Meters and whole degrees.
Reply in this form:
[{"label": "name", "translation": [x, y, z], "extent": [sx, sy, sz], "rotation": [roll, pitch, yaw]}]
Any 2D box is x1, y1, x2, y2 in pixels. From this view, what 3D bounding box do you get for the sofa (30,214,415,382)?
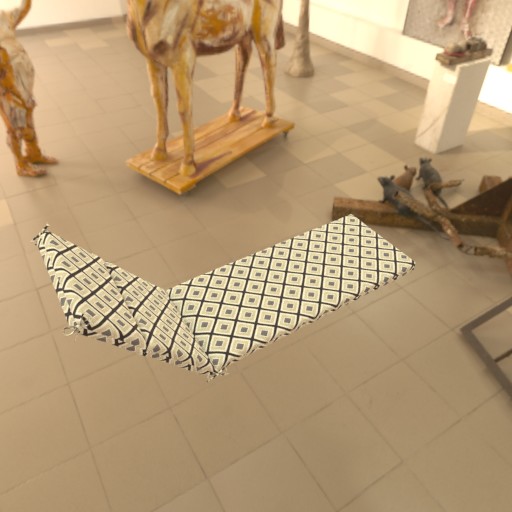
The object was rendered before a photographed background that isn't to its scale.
[{"label": "sofa", "translation": [0.000, 0.000, 1.986], "extent": [1.663, 0.622, 0.582], "rotation": [-22, 46, -23]}]
